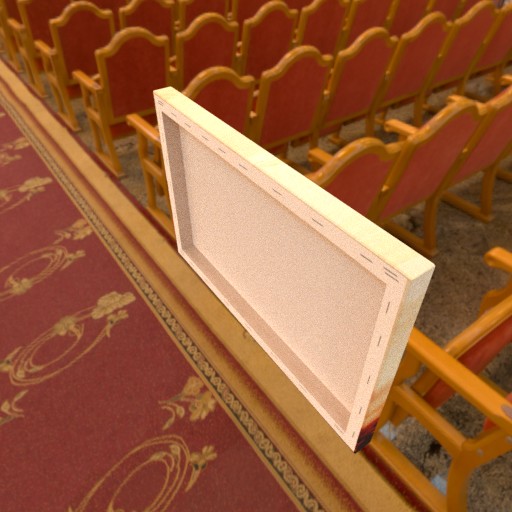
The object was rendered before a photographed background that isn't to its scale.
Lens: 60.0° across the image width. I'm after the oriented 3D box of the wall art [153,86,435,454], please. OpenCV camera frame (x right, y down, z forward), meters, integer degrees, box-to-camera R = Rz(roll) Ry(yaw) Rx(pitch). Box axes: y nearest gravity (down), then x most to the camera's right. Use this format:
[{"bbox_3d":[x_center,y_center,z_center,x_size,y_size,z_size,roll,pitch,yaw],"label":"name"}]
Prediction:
[{"bbox_3d":[0.000,0.000,0.785,0.040,0.402,0.613,-25,48,-26],"label":"wall art"}]
